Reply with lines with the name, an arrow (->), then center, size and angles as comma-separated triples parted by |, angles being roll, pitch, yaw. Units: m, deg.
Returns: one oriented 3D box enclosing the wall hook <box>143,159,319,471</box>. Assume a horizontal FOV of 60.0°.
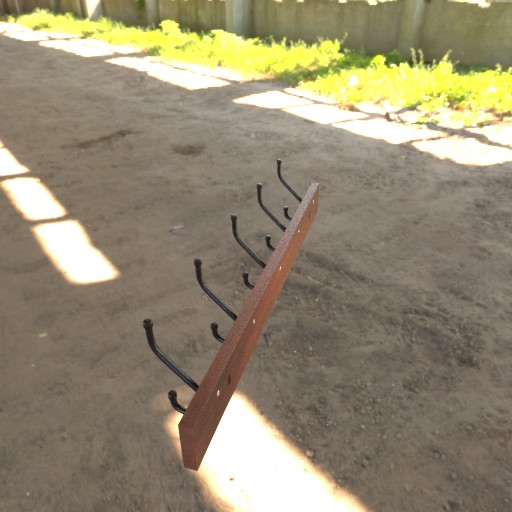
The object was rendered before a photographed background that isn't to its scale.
wall hook -> 0.000, 0.000, 0.616 | 0.071, 0.117, 0.571 | 9, 33, 15
